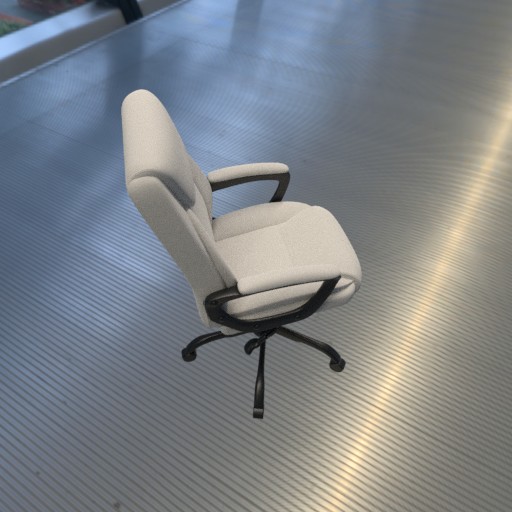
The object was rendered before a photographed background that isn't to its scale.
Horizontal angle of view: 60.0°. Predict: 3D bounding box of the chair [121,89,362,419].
[{"bbox_3d":[0.000,0.000,1.479,0.669,1.065,0.663,-10,47,-9],"label":"chair"}]
